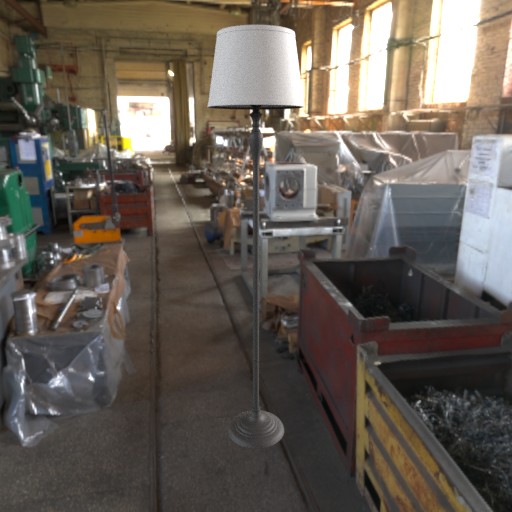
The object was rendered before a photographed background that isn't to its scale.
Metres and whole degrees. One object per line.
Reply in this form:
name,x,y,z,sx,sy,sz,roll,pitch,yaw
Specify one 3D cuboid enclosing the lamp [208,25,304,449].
lamp,0.000,0.000,1.649,0.327,1.506,0.327,15,21,42
